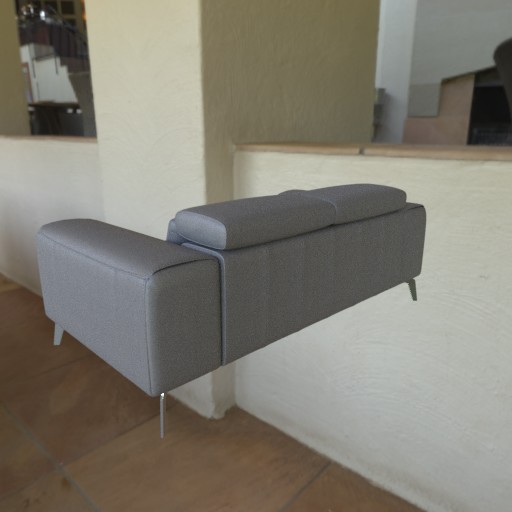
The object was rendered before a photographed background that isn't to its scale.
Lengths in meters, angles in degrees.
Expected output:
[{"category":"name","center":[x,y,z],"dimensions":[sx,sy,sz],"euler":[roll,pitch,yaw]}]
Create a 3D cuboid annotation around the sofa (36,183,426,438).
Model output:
[{"category":"sofa","center":[0.000,0.000,2.411],"dimensions":[1.930,0.753,1.024],"euler":[-15,21,-42]}]
